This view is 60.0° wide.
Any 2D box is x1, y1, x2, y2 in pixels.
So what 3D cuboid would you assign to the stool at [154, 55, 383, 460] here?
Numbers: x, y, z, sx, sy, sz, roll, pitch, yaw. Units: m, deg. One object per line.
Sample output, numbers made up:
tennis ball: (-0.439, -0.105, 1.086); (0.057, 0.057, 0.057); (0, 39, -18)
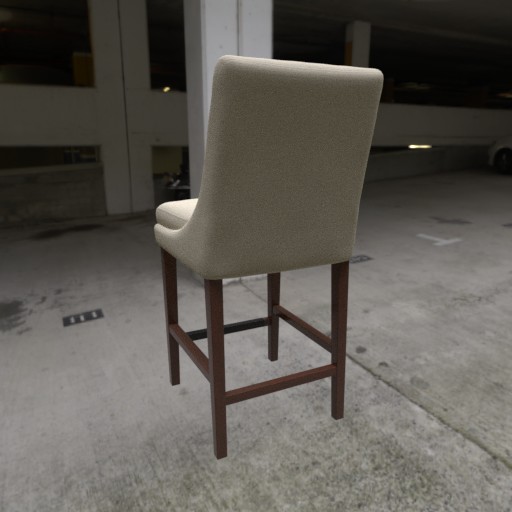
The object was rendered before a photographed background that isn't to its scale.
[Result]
stool: (0.000, 0.000, 1.298); (0.470, 0.981, 0.577); (-7, 16, -26)
